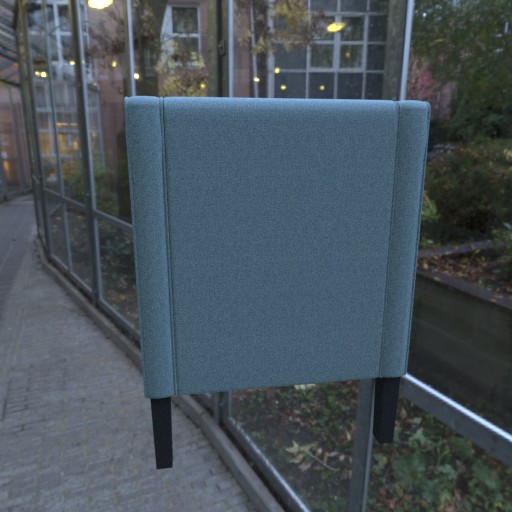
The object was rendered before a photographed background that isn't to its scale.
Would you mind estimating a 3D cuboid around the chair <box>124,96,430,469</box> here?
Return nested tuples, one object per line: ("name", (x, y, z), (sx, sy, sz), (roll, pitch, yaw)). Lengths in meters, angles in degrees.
("chair", (0.000, 0.000, 1.808), (0.857, 1.133, 1.025), (-2, 15, -9))
